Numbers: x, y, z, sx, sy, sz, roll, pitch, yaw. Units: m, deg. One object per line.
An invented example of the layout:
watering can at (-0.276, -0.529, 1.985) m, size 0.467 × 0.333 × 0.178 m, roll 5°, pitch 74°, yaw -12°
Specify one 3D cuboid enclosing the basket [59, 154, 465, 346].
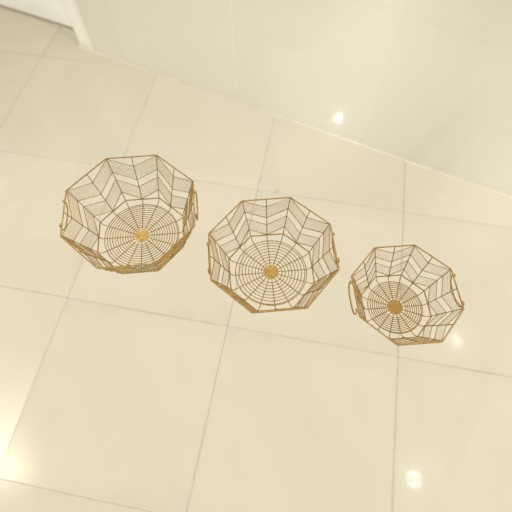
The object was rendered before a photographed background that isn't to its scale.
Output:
basket at (0.000, 0.000, 1.379) m, size 1.245 × 0.178 × 0.432 m, roll 16°, pitch 64°, yaw 8°
